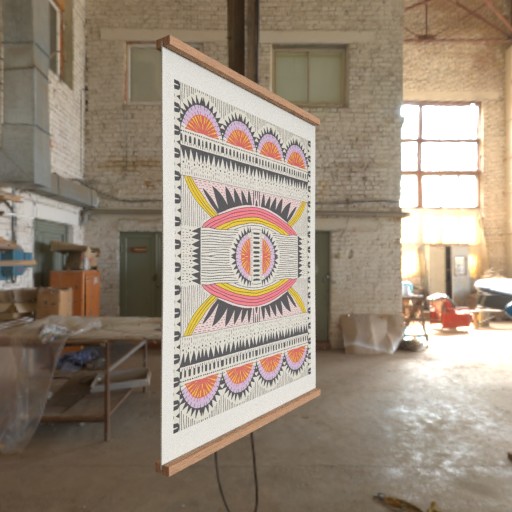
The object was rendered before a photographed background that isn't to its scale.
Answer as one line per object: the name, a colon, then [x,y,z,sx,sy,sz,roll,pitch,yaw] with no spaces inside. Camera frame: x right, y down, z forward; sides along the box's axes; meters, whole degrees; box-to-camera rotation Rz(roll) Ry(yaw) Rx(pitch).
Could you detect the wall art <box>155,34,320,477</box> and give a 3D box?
wall art: [0.000,0.000,0.803,0.028,0.609,0.456,0,-1,35]
